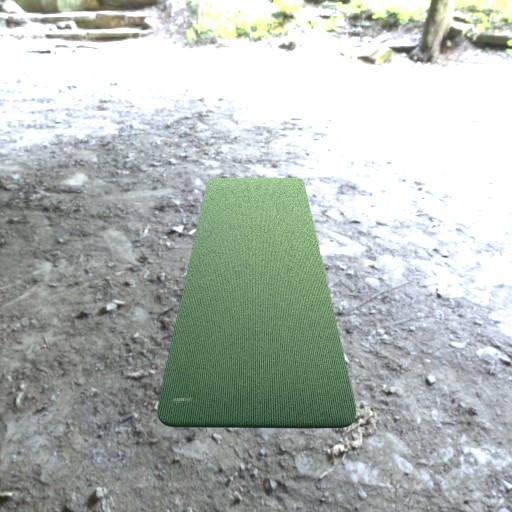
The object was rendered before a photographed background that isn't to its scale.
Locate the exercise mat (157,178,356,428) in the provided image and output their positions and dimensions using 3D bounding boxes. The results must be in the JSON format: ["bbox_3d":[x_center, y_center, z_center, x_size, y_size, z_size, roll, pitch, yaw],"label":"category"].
[{"bbox_3d":[0.000,0.000,2.103,0.616,0.021,1.869,0,33,0],"label":"exercise mat"}]
